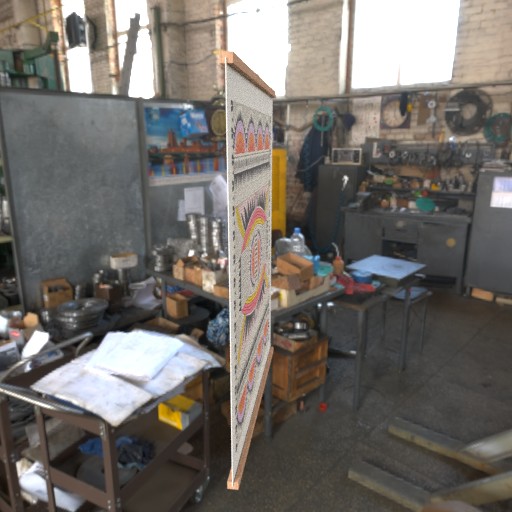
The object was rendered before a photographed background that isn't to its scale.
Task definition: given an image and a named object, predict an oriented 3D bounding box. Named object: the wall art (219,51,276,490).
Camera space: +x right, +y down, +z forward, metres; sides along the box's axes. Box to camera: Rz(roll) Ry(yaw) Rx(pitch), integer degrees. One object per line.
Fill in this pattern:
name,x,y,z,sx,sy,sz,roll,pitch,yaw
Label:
wall art,0.000,0.000,1.349,0.028,1.016,0.765,2,15,9
